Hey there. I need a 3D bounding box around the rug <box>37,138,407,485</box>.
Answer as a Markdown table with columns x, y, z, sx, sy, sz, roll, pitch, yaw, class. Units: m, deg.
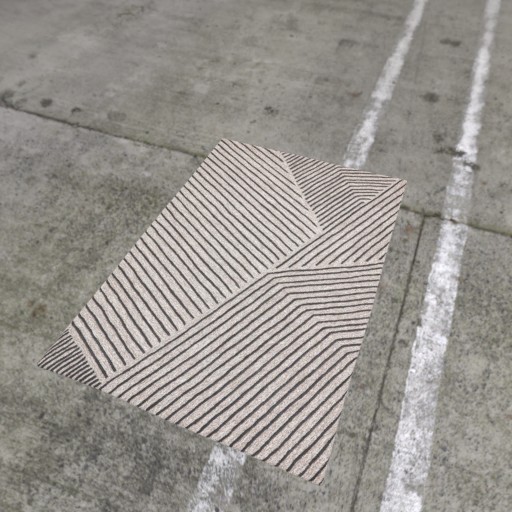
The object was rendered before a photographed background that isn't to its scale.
| x | y | z | sx | sy | sz | roll | pitch | yaw | class |
| --- | --- | --- | --- | --- | --- | --- | --- | --- | --- |
| 0.000 | 0.000 | 2.265 | 1.237 | 0.019 | 1.842 | 17 | 49 | 15 | rug |
